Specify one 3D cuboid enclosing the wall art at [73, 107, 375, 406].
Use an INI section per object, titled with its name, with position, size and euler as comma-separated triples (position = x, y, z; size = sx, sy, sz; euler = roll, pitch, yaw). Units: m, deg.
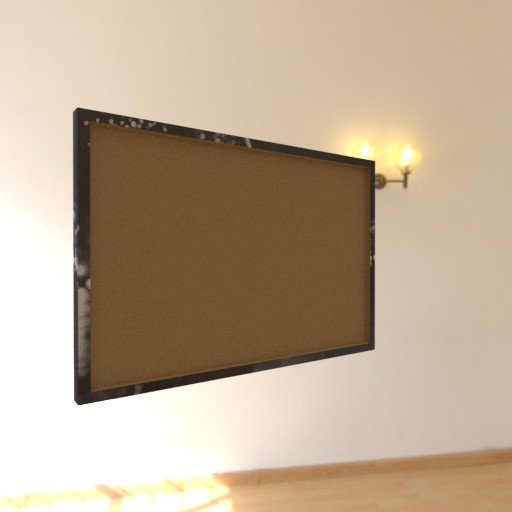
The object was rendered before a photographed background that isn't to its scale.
[wall art]
position = 0.000, 0.000, 1.179
size = 0.914, 0.609, 0.038
euler = 0, 0, -35
